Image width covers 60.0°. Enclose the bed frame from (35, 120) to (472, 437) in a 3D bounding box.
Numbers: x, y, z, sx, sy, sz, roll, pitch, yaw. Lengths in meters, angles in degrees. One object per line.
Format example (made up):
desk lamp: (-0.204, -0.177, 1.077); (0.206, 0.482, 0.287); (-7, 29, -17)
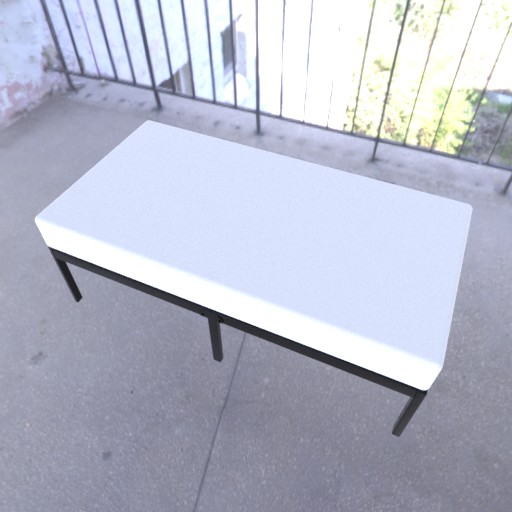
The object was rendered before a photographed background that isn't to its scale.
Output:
bed frame: (0.000, 0.000, 2.430); (1.950, 0.659, 1.023); (19, 50, 16)
